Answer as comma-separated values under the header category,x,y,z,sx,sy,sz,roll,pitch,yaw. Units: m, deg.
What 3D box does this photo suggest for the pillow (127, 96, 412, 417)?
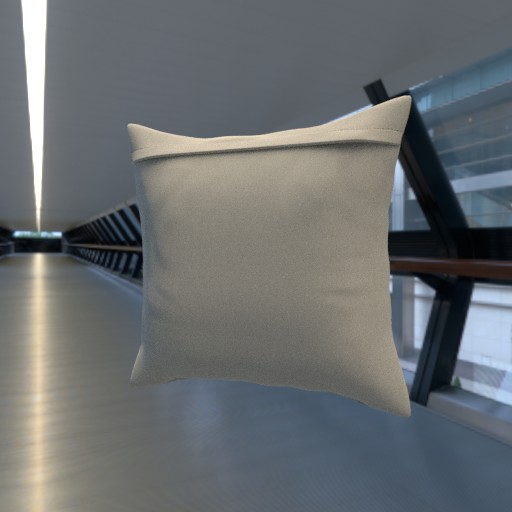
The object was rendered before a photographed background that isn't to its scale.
category,x,y,z,sx,sy,sz,roll,pitch,yaw
pillow,0.000,0.000,0.702,0.463,0.454,0.160,0,0,18
